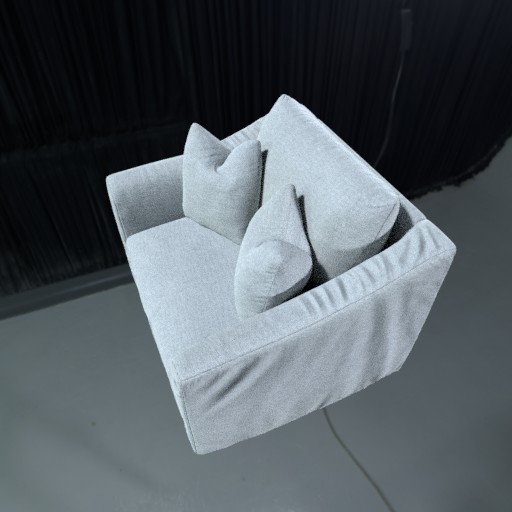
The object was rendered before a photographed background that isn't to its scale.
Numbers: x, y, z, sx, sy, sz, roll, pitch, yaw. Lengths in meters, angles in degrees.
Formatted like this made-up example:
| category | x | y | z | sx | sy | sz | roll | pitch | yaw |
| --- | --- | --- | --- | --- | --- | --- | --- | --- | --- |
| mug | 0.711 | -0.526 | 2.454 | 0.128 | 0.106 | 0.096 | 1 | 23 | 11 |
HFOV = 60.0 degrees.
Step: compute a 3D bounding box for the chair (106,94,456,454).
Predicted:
| category | x | y | z | sx | sy | sz | roll | pitch | yaw |
| --- | --- | --- | --- | --- | --- | --- | --- | --- | --- |
| chair | 0.000 | 0.000 | 2.034 | 1.071 | 1.059 | 1.194 | -18 | 48 | -17 |
